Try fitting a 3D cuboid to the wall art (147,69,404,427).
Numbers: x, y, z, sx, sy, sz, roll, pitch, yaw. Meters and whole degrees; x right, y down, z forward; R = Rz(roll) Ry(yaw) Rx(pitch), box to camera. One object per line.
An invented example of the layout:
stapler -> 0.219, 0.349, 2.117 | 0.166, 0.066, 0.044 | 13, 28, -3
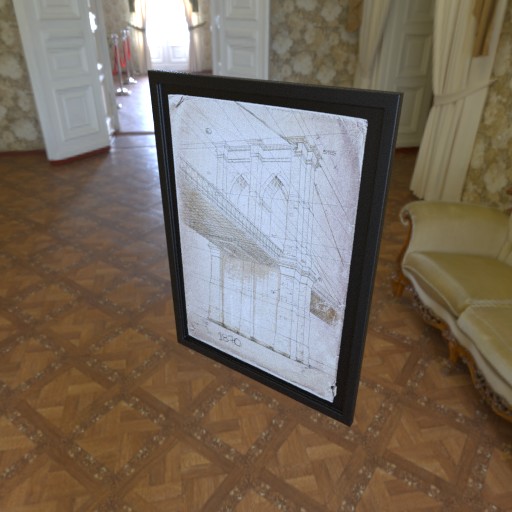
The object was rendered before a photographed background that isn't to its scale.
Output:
wall art -> 0.000, 0.000, 0.881 | 0.480, 0.657, 0.016 | 18, 34, 29
